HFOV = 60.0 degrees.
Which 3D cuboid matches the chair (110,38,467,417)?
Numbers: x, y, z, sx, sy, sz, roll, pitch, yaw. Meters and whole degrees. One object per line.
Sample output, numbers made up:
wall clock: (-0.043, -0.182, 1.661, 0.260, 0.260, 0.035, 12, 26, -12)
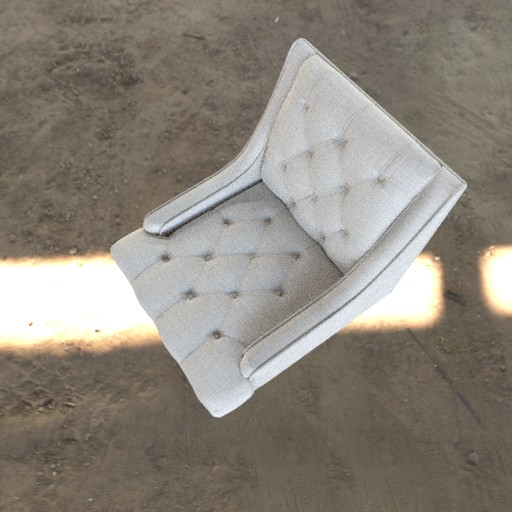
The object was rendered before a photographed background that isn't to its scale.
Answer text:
chair: (0.000, 0.000, 1.424, 0.772, 0.891, 0.658, -32, 67, -15)
